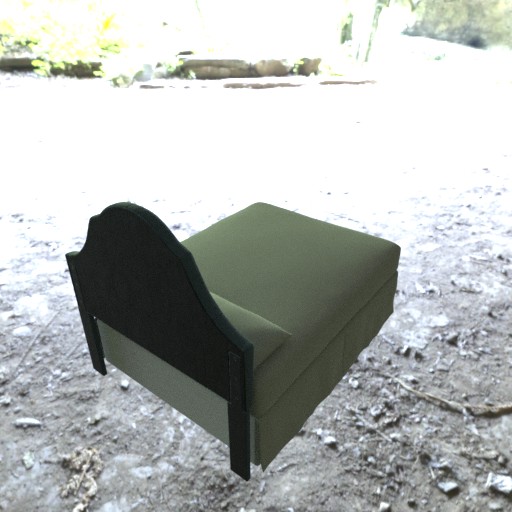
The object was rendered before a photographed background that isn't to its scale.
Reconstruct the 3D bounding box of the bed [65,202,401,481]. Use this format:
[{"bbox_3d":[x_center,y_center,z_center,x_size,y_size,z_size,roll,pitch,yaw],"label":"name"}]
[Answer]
[{"bbox_3d":[0.000,0.000,3.372,1.636,1.575,2.155,21,37,32],"label":"bed"}]
